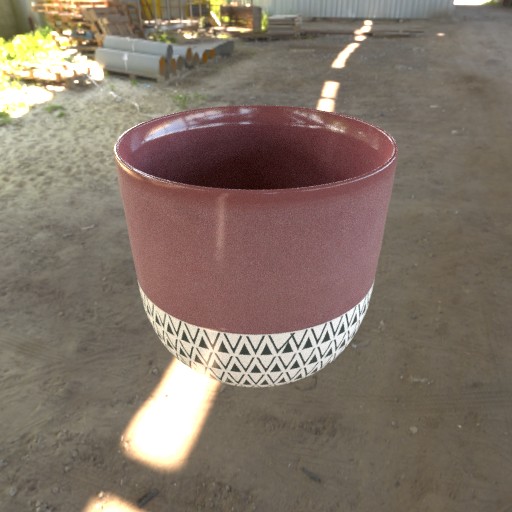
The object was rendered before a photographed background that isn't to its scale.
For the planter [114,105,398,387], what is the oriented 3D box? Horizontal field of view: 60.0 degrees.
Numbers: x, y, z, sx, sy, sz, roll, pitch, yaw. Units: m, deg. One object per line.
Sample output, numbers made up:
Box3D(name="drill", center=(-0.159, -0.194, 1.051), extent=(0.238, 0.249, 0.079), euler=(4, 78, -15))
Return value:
Box3D(name="planter", center=(0.000, 0.000, 0.498), extent=(0.266, 0.270, 0.266), euler=(0, 32, 0))
